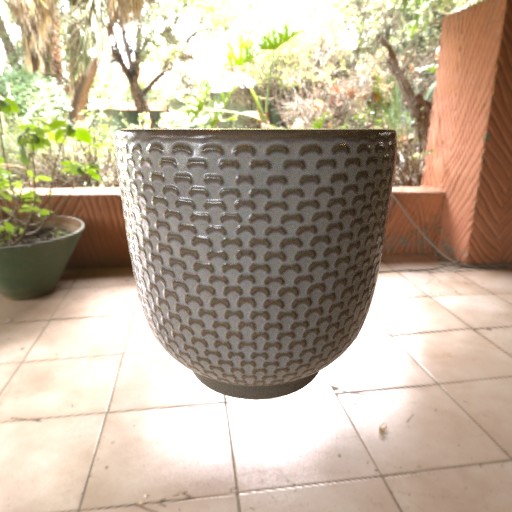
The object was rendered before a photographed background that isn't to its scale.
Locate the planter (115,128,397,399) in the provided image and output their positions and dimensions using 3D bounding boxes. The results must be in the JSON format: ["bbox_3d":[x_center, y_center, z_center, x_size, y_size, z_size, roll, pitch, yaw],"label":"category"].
[{"bbox_3d":[0.000,0.000,0.346,0.197,0.191,0.197,0,16,0],"label":"planter"}]
